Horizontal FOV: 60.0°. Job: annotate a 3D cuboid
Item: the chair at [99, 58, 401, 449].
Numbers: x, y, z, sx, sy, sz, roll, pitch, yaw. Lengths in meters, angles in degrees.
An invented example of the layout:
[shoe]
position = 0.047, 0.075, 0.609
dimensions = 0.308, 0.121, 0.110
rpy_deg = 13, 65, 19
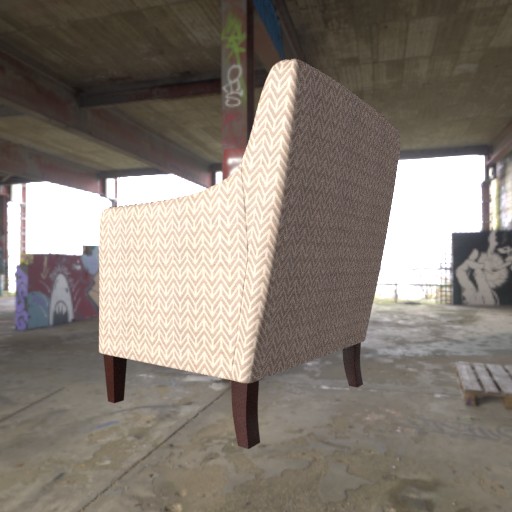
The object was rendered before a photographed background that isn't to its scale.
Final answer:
[chair]
position = 0.000, 0.000, 1.292
dimensions = 0.651, 0.816, 0.623
rpy_deg = 0, -1, 36
